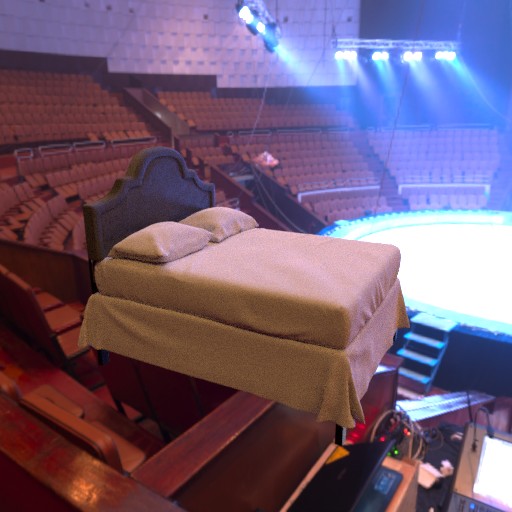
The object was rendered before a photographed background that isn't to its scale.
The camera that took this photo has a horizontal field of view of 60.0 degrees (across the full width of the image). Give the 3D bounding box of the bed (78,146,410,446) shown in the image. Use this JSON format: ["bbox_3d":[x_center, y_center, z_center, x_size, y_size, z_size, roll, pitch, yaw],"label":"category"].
[{"bbox_3d":[0.000,0.000,3.484,2.222,1.634,1.780,9,18,27],"label":"bed"}]
